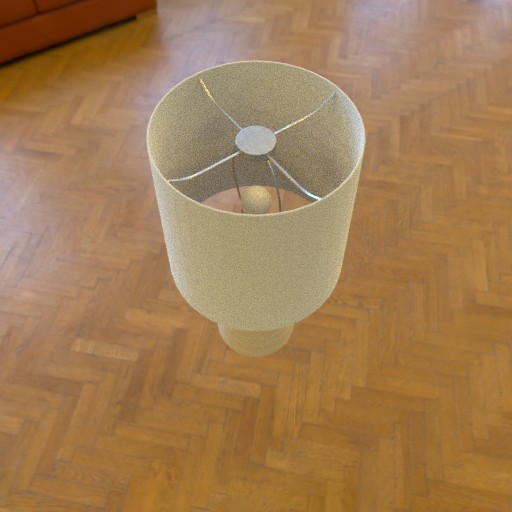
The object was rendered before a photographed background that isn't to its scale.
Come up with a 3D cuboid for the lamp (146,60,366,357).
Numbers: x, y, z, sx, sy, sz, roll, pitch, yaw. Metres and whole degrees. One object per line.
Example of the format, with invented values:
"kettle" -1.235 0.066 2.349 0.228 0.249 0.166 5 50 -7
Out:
"lamp" 0.000 0.000 0.491 0.186 0.369 0.186 0 59 0
